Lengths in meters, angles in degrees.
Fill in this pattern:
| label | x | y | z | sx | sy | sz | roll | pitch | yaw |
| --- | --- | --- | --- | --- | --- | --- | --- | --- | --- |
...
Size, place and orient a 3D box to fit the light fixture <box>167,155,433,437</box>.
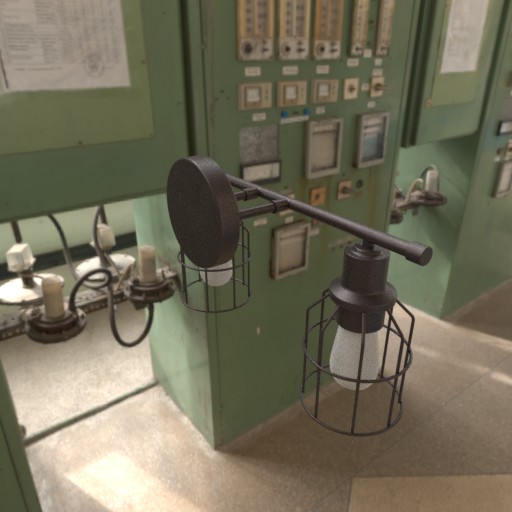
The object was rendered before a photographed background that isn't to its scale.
| label | x | y | z | sx | sy | sz | roll | pitch | yaw |
| --- | --- | --- | --- | --- | --- | --- | --- | --- | --- |
| light fixture | 0.000 | 0.000 | 0.530 | 0.165 | 0.254 | 0.406 | -17 | 30 | -32 |
